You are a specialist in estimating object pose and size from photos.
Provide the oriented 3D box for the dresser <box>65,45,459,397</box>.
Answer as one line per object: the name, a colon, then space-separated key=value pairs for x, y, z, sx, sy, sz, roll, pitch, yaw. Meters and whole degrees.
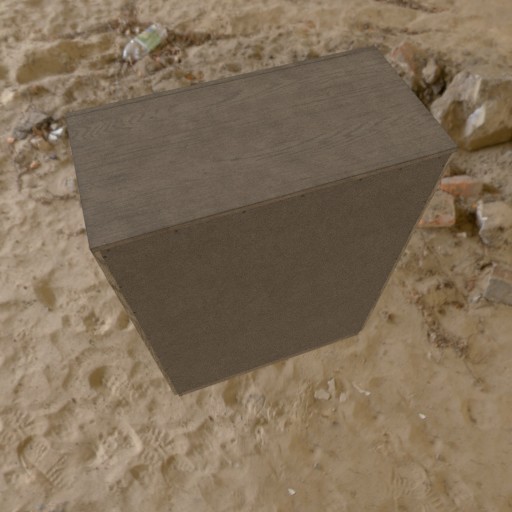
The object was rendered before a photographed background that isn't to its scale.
dresser: x=0.000 y=0.000 z=1.753 sx=0.967 sy=1.295 sz=0.483 roll=-17 pitch=59 yaw=-10
